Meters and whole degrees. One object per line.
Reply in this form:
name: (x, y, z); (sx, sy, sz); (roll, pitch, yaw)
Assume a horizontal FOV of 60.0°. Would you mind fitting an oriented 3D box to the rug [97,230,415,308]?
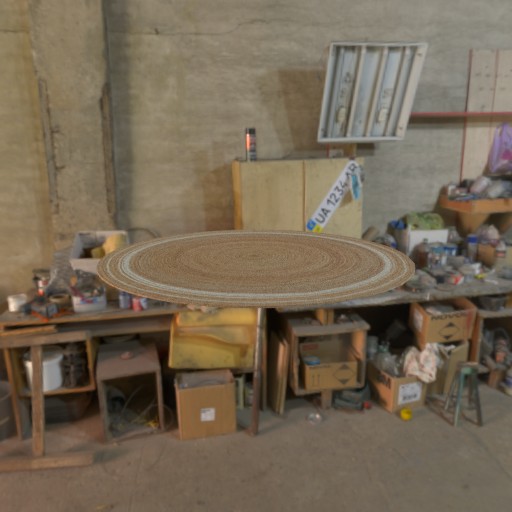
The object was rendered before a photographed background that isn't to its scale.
rug: (0.000, 0.000, 3.604); (2.444, 0.015, 2.444); (0, 13, 0)
